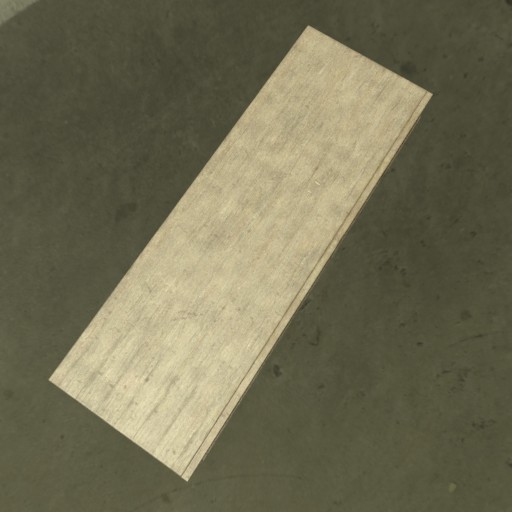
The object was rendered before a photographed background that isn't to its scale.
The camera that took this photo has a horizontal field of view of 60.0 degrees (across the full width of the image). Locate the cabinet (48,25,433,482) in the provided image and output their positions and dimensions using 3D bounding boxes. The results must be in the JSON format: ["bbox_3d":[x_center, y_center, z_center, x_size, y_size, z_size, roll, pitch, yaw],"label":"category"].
[{"bbox_3d":[0.000,0.000,1.815,0.511,0.825,1.460,33,79,7],"label":"cabinet"}]
